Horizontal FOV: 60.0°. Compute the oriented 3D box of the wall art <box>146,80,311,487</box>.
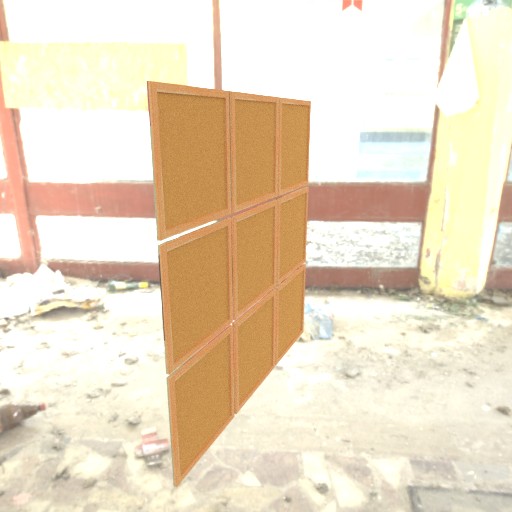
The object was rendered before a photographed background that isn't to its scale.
[{"bbox_3d":[0.000,0.000,1.774,0.013,1.220,1.216,8,19,24],"label":"wall art"}]
